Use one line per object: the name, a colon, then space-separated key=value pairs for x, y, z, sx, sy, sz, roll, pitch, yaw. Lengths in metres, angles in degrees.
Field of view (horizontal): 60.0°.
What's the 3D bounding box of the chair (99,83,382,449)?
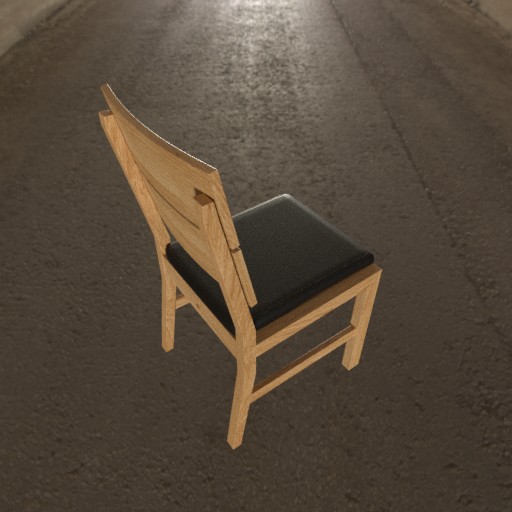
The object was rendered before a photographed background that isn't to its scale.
chair: x=0.000 y=0.000 z=1.279 sx=0.569 sy=0.950 sz=0.475 roll=-25 pitch=47 yaw=-26
